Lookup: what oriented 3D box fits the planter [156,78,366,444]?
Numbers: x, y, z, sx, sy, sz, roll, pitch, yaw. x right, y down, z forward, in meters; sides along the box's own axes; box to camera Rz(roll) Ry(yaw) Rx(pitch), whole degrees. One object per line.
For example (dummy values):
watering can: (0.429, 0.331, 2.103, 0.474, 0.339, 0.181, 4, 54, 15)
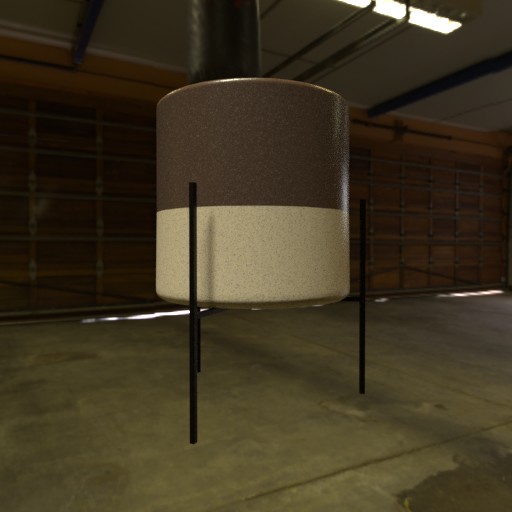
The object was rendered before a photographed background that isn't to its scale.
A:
planter: (0.000, 0.000, 0.534, 0.250, 0.353, 0.260, 0, 1, 17)
